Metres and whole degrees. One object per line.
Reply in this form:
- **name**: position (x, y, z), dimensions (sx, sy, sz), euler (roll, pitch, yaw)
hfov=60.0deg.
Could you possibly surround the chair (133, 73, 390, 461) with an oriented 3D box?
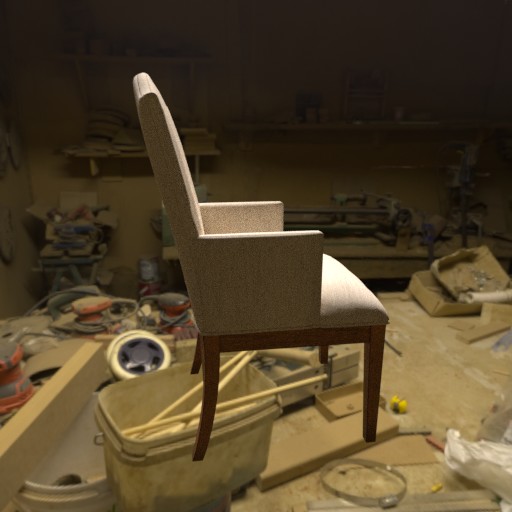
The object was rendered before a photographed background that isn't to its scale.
- **chair**: position (0.000, 0.000, 1.335), dimensions (0.641, 1.016, 0.533), euler (-2, 16, -8)
